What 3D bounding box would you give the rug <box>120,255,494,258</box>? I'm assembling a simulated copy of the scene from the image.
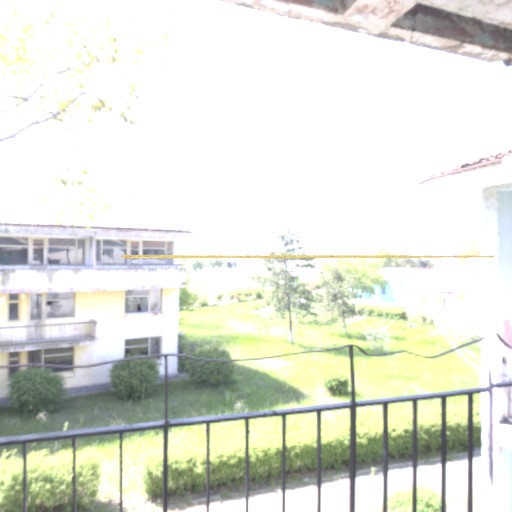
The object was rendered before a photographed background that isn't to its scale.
[{"bbox_3d":[0.000,0.000,4.281,2.486,0.015,3.242,0,0,-18],"label":"rug"}]
